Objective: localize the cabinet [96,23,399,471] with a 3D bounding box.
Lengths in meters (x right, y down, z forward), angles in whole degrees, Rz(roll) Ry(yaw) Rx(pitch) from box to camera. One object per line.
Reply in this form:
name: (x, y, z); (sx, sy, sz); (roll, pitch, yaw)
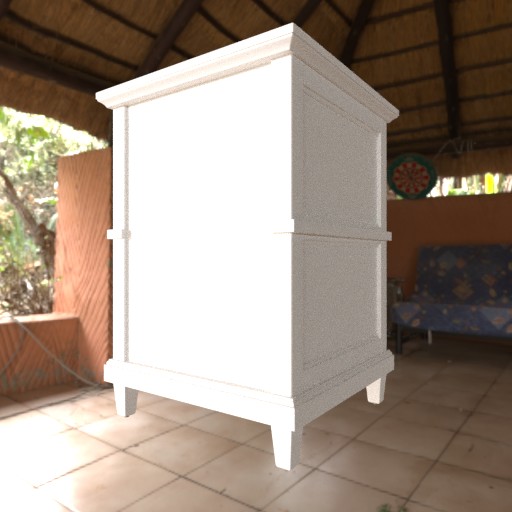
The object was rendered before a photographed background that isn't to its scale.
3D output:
cabinet: (0.000, 0.000, 1.114); (0.544, 0.775, 0.547); (0, 0, 36)
